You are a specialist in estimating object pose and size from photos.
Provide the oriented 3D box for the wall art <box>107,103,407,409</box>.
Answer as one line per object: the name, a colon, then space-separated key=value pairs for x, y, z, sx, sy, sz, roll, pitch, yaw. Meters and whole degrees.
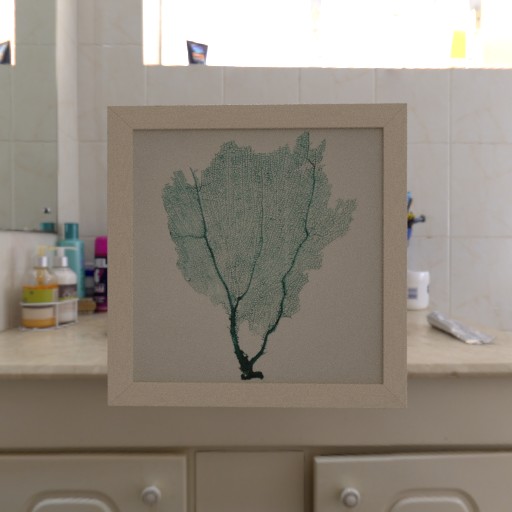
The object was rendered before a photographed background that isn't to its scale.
wall art: x=0.000 y=0.000 z=0.852 sx=0.572 sy=0.577 sz=0.015 roll=0 pitch=0 yaw=2
